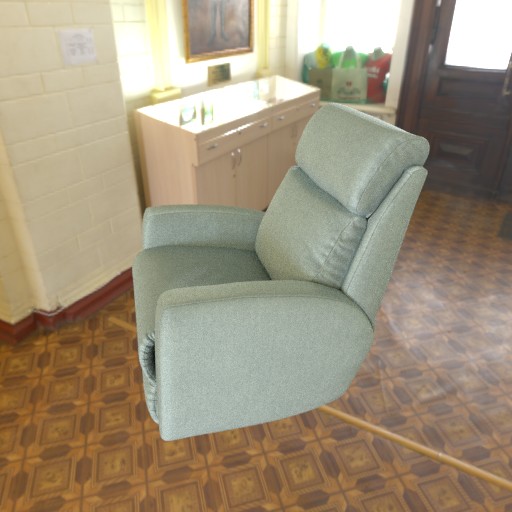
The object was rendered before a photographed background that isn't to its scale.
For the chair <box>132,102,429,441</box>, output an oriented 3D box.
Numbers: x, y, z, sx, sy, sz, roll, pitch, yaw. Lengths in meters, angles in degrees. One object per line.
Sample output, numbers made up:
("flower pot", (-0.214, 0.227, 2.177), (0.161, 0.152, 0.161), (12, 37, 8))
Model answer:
("chair", (0.000, 0.000, 1.679), (0.940, 1.013, 0.812), (-8, 30, -14))
